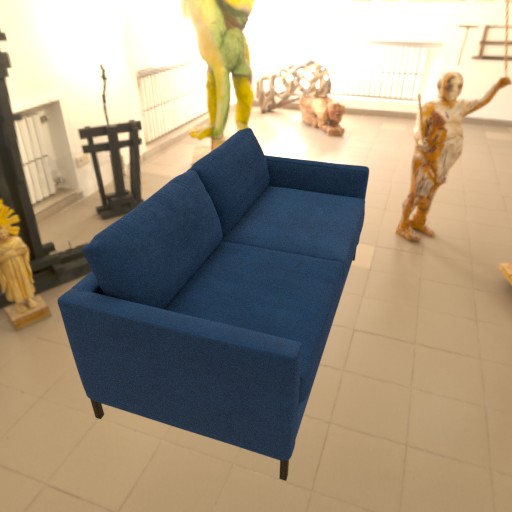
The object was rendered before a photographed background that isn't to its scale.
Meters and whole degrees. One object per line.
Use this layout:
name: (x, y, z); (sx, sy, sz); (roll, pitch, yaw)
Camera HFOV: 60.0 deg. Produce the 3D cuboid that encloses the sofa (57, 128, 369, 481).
sofa: (0.000, 0.000, 2.150); (0.875, 0.817, 1.676); (11, 33, 17)
